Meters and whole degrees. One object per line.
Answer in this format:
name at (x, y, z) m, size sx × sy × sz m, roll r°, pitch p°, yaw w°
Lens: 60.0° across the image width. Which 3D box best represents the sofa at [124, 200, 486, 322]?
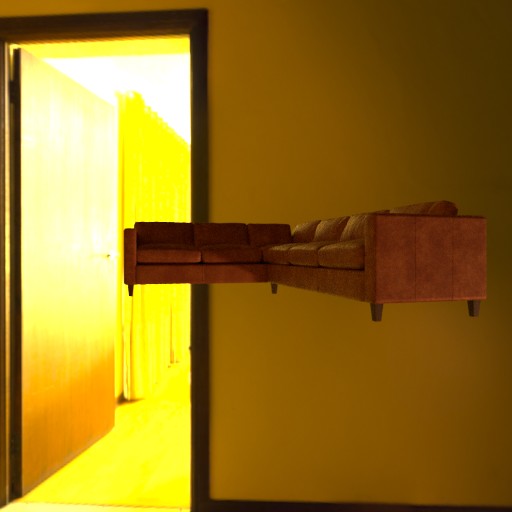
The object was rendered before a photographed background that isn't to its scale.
sofa at (0.000, 0.000, 4.241) m, size 2.438 × 0.838 × 3.150 m, roll 0°, pitch 0°, yaw -16°
